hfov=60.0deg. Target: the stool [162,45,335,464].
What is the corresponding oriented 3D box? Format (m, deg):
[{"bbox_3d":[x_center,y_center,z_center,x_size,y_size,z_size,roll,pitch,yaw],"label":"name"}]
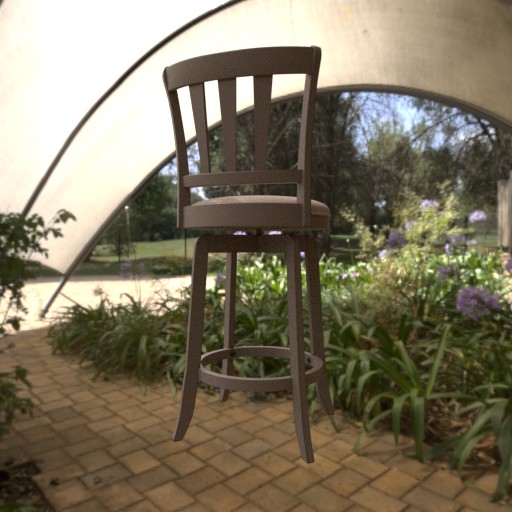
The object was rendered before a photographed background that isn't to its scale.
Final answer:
[{"bbox_3d":[0.000,0.000,1.290,0.436,1.023,0.475,1,2,19],"label":"stool"}]
